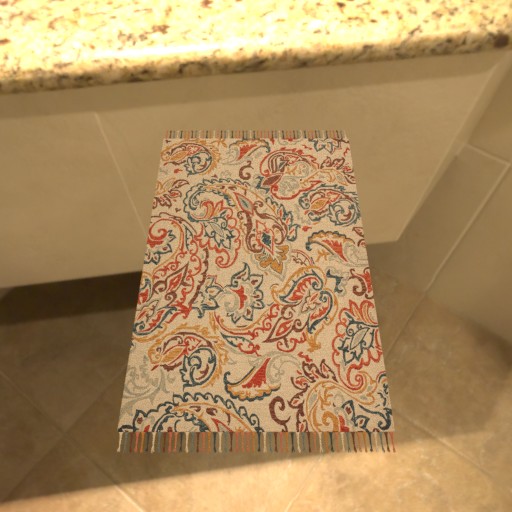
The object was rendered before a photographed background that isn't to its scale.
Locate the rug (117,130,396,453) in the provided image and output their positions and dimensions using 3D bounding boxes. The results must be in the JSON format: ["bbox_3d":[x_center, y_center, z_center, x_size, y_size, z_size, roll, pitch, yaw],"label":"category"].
[{"bbox_3d":[0.000,0.000,2.432,1.218,0.010,1.997,0,58,0],"label":"rug"}]
